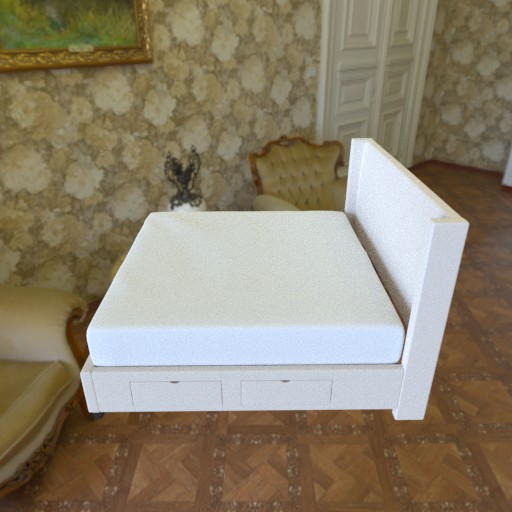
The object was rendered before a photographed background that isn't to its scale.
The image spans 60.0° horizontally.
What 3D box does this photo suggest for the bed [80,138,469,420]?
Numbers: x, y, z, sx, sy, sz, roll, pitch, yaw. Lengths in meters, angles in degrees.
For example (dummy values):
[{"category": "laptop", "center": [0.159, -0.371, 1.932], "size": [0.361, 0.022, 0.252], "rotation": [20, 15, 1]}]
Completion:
[{"category": "bed", "center": [0.000, 0.000, 3.651], "size": [2.293, 1.471, 2.145], "rotation": [0, 27, -1]}]
